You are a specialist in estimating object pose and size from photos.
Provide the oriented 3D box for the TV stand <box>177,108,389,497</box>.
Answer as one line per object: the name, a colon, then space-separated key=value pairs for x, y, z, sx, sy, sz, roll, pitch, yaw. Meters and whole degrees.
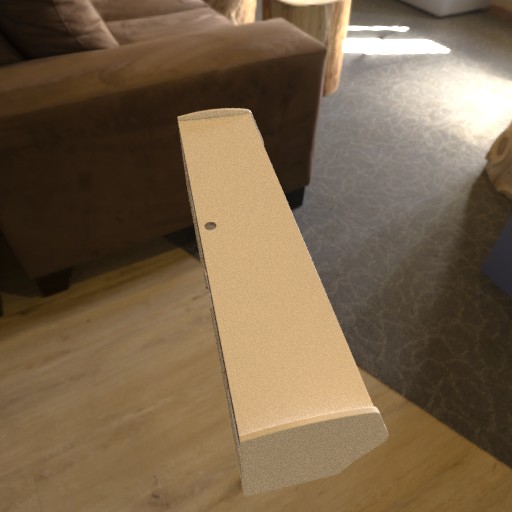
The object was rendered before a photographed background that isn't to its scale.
TV stand: x=0.000 y=0.000 z=1.654 sx=0.397 sy=0.424 sz=1.473 roll=-9 pitch=47 yaw=-9
